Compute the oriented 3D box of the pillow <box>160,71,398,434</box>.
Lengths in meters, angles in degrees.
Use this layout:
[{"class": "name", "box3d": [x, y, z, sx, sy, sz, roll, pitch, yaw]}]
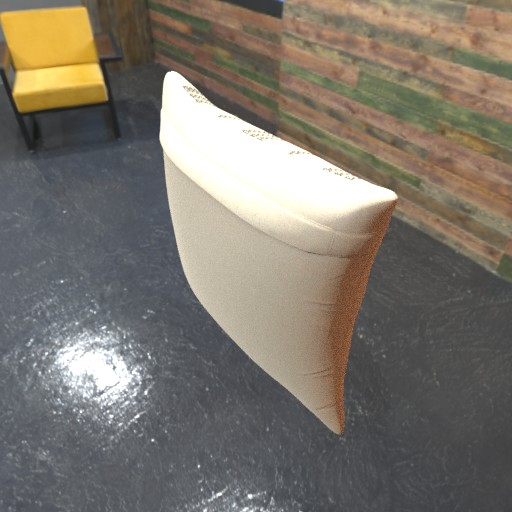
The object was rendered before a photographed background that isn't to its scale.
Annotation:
[{"class": "pillow", "box3d": [0.000, 0.000, 0.628, 0.173, 0.406, 0.405, -26, 47, -27]}]
